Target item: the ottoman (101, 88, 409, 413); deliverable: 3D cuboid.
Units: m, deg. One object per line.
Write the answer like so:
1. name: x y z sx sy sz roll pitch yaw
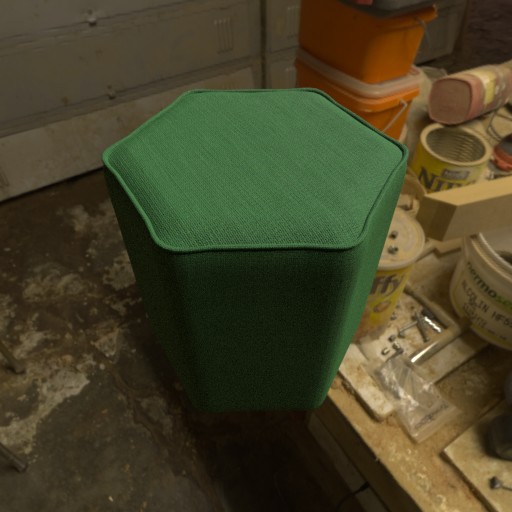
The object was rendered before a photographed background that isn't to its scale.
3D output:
1. ottoman: 0.000 0.000 0.884 0.444 0.507 0.499 -24 51 -21
